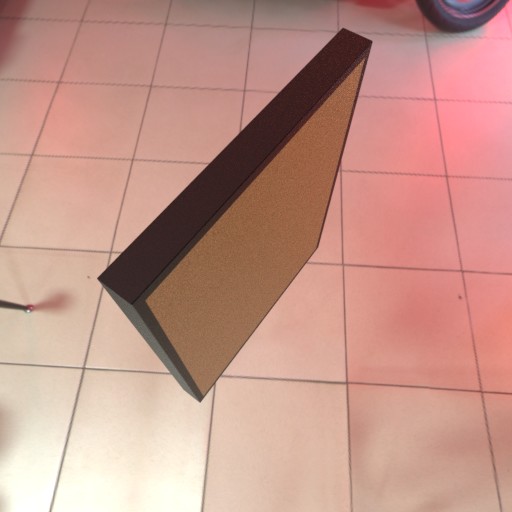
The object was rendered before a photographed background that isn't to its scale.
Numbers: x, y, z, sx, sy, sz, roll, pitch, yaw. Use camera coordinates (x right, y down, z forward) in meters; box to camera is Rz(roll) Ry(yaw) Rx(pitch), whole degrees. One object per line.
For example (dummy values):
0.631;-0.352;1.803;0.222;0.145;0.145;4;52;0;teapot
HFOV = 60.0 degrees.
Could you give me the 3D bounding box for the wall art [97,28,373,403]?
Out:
0.000;0.000;0.489;0.030;0.369;0.294;33;68;16;wall art
